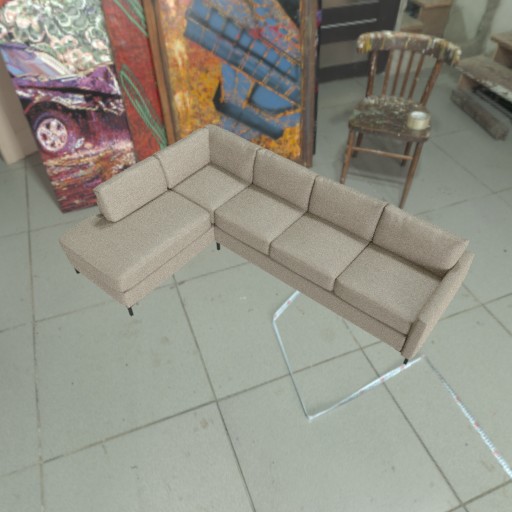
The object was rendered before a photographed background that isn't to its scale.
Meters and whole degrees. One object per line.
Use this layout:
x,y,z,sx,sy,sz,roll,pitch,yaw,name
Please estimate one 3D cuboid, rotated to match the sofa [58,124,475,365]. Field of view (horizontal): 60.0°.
0.000,0.000,3.110,2.423,0.703,1.617,30,53,26,sofa
